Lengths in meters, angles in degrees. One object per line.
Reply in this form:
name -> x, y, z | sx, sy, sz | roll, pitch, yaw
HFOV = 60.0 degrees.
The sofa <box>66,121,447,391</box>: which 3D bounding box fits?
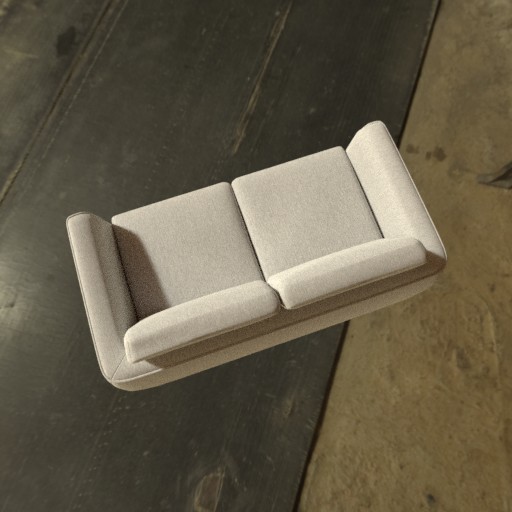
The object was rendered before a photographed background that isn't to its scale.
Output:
sofa -> 0.000, 0.000, 2.299 | 1.700, 0.850, 0.920 | -18, 75, -5
